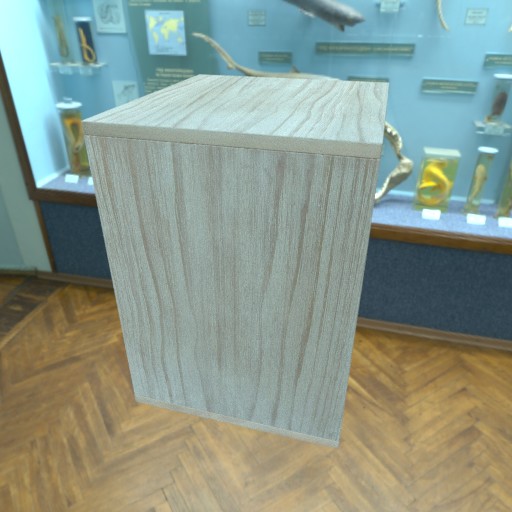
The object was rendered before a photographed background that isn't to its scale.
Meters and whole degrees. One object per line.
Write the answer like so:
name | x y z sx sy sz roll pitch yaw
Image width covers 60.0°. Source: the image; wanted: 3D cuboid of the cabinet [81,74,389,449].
cabinet | 0.000 0.000 0.847 0.401 0.579 0.409 8 31 13
